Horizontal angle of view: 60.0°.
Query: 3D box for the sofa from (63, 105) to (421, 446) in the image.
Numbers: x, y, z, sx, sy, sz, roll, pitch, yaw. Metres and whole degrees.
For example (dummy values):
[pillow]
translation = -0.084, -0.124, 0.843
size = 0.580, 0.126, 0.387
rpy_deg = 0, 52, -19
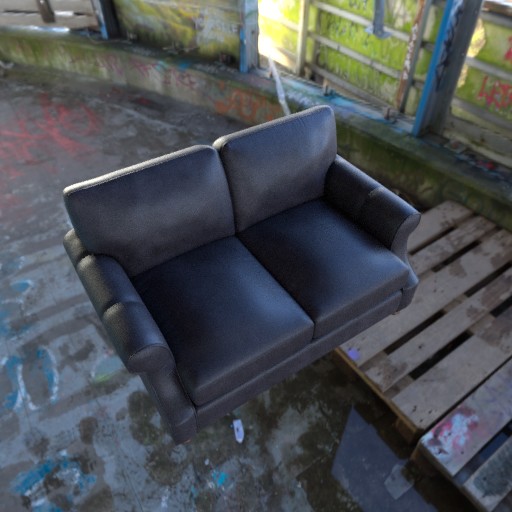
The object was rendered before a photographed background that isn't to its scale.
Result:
[sofa]
translation = 0.000, 0.000, 2.329
size = 1.663, 0.979, 1.030
rpy_deg = -25, 50, -23
